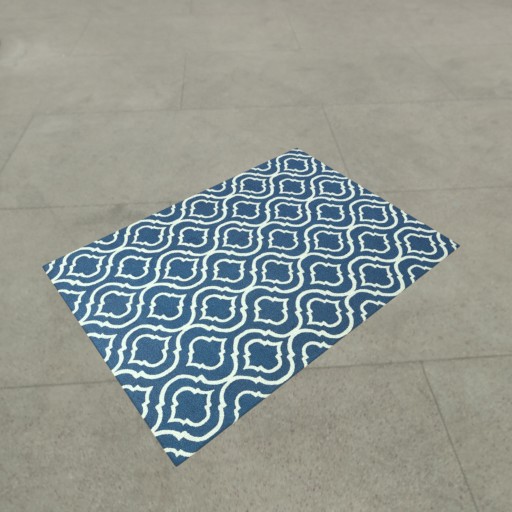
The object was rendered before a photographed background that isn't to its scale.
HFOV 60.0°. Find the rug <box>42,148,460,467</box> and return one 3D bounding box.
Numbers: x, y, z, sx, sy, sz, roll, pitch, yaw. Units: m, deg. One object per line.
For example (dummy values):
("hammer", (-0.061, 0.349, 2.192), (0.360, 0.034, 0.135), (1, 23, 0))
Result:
("rug", (0.000, 0.000, 2.768), (2.134, 0.010, 1.524), (-30, 52, -27))
